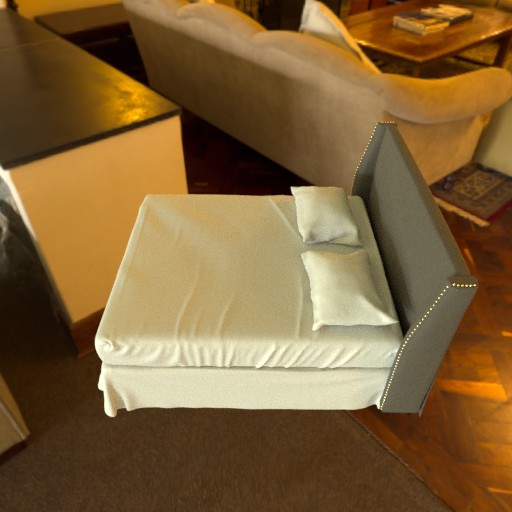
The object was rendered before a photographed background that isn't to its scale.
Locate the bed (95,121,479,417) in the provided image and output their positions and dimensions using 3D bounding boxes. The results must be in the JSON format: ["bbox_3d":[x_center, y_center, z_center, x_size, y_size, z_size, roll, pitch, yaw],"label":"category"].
[{"bbox_3d":[0.000,0.000,3.346,2.276,1.332,1.925,0,42,1],"label":"bed"}]
